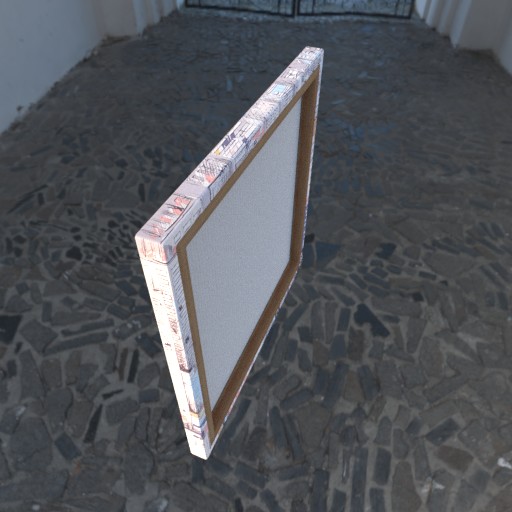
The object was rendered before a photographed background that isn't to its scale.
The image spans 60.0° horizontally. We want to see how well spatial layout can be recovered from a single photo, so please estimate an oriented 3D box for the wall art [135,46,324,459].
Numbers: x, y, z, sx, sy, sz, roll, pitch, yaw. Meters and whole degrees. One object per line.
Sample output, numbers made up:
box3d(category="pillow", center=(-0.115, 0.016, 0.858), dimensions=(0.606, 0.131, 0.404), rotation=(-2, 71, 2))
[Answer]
box3d(category="wall art", center=(0.000, 0.000, 1.118), dimensions=(0.048, 0.762, 0.761), rotation=(16, 47, 16))
